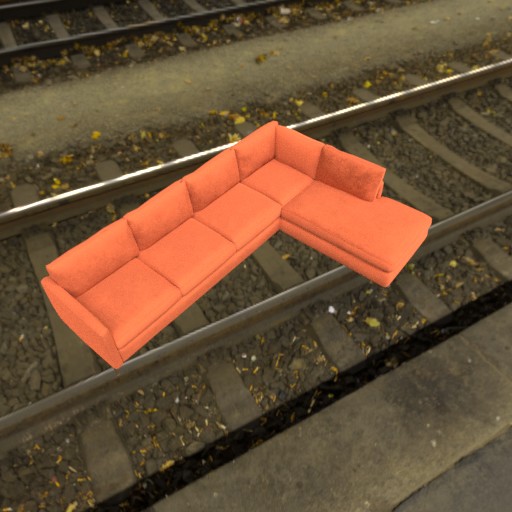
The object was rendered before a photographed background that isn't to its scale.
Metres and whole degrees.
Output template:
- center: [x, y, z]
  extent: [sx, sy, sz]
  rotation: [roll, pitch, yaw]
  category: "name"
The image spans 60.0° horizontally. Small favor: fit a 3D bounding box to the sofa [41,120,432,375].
- center: [0.000, 0.000, 3.648]
  extent: [1.879, 0.757, 2.736]
  rotation: [31, 54, 26]
  category: "sofa"
